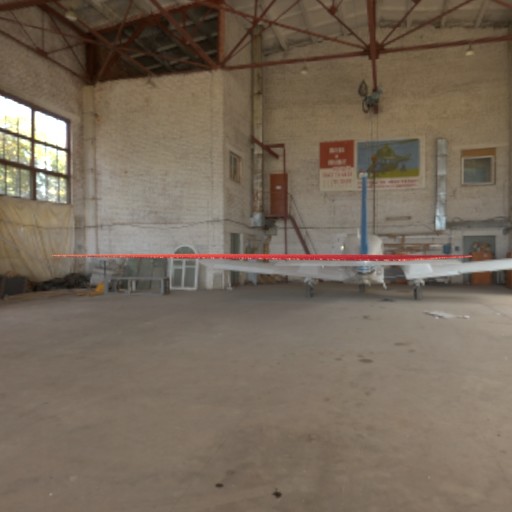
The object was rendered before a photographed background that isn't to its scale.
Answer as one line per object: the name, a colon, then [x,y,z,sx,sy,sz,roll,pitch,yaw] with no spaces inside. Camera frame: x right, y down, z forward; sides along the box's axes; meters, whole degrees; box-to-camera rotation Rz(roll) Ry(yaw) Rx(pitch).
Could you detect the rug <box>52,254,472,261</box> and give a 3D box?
rug: [0.000,0.000,3.030,2.442,0.010,1.531,0,1,36]
